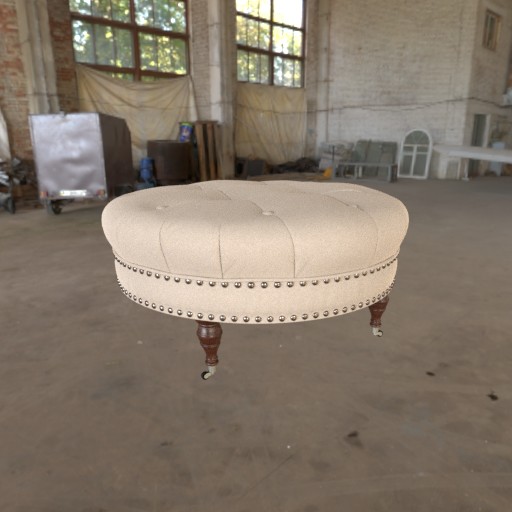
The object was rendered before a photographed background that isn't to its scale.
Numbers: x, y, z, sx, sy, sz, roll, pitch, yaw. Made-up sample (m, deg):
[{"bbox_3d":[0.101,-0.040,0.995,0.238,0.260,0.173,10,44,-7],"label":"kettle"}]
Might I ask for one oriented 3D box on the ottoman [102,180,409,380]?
[{"bbox_3d":[0.000,0.000,1.402,0.901,0.439,0.901,0,15,0],"label":"ottoman"}]
